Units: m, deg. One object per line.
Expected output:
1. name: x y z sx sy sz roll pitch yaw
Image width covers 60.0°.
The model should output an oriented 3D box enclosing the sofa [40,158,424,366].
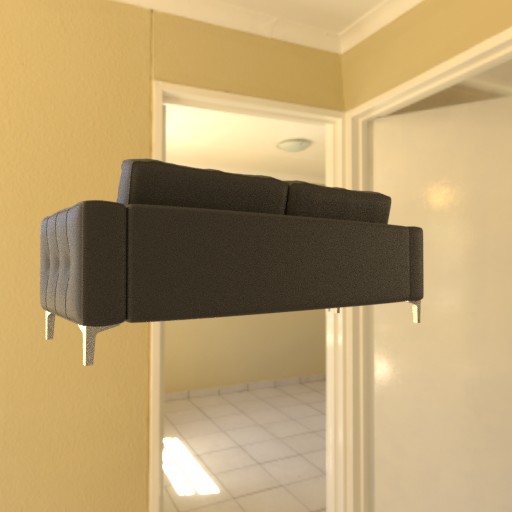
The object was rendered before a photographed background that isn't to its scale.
1. sofa: 0.000 0.000 2.687 2.275 0.893 0.833 1 -1 -36
